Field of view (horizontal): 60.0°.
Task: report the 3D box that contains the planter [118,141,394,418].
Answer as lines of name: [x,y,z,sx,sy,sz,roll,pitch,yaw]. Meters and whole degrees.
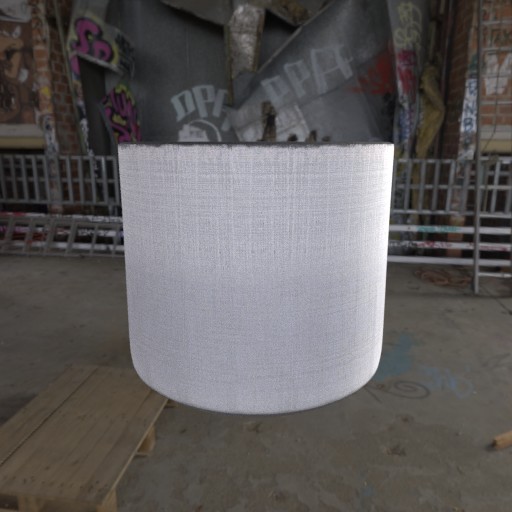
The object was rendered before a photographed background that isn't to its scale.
planter: [0.000,0.000,0.444,0.254,0.221,0.254,0,14,0]
